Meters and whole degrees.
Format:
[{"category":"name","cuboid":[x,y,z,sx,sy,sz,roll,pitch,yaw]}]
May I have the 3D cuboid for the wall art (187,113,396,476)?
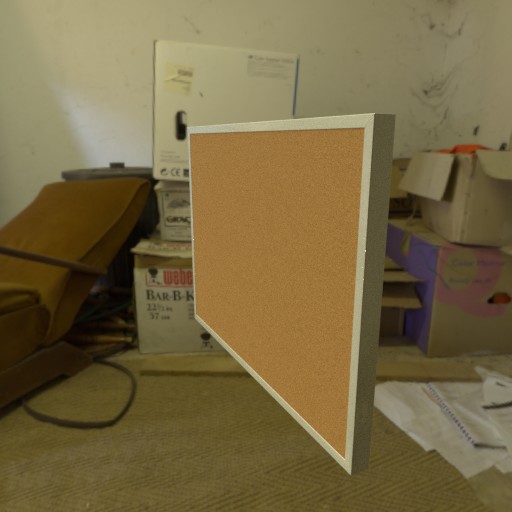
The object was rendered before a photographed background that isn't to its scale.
[{"category":"wall art","cuboid":[0.000,0.000,1.368,0.053,0.787,1.041,-7,16,-26]}]
